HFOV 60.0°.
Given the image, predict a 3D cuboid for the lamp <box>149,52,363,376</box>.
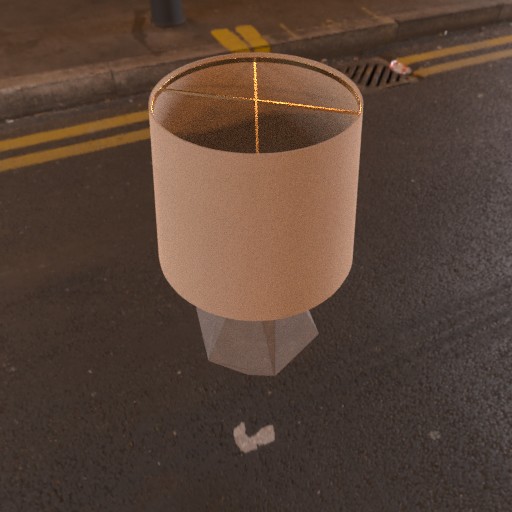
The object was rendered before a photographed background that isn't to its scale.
[{"bbox_3d":[0.000,0.000,0.658,0.276,0.501,0.276,0,46,0],"label":"lamp"}]
